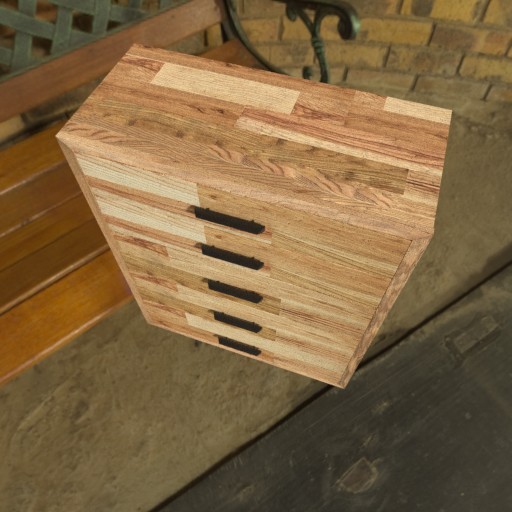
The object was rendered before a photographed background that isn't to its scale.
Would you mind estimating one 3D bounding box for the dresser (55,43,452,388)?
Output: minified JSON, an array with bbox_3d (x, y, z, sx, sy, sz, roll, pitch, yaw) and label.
[{"bbox_3d":[0.000,0.000,1.688,0.966,1.243,0.480,16,59,10],"label":"dresser"}]
